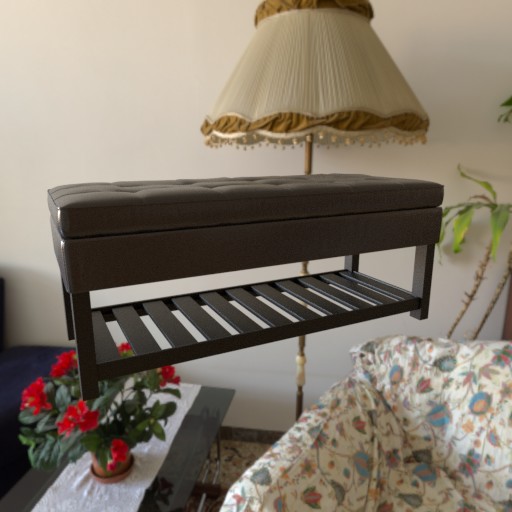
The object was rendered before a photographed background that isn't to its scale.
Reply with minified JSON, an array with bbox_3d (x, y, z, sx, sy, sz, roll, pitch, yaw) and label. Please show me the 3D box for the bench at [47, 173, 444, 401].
[{"bbox_3d":[0.000,0.000,1.349,1.105,0.460,0.432,-7,16,-26],"label":"bench"}]
